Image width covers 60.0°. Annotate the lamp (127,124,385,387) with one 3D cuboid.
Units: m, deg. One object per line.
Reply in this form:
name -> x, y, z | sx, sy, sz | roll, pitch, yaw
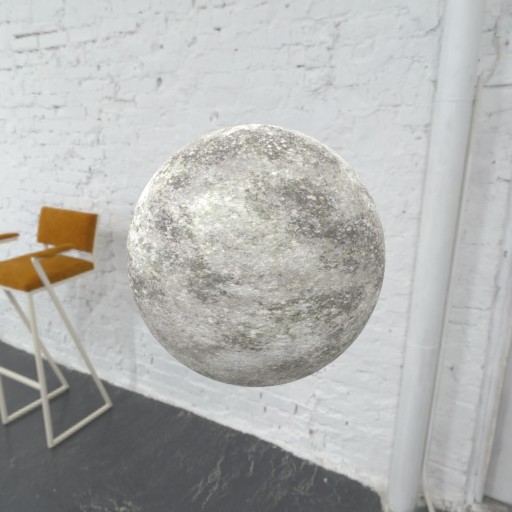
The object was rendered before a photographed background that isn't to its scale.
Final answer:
lamp -> 0.000, 0.000, 0.752 | 0.422, 0.429, 0.422 | 0, 15, 0
